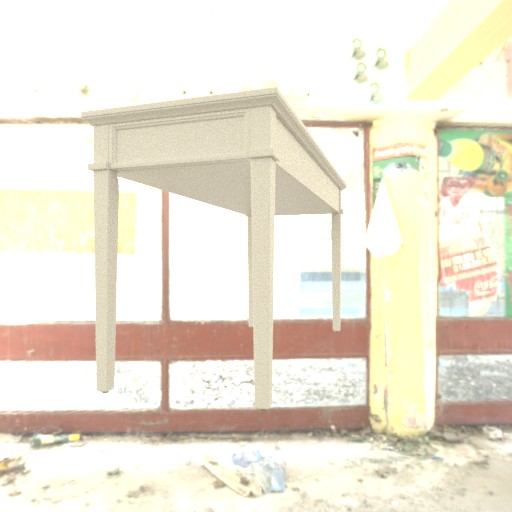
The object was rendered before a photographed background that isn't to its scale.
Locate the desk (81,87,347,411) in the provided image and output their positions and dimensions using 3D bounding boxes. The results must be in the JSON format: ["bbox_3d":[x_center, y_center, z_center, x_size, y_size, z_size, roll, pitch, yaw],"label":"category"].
[{"bbox_3d":[0.000,0.000,1.773,0.559,0.774,1.372,0,-1,18],"label":"desk"}]
